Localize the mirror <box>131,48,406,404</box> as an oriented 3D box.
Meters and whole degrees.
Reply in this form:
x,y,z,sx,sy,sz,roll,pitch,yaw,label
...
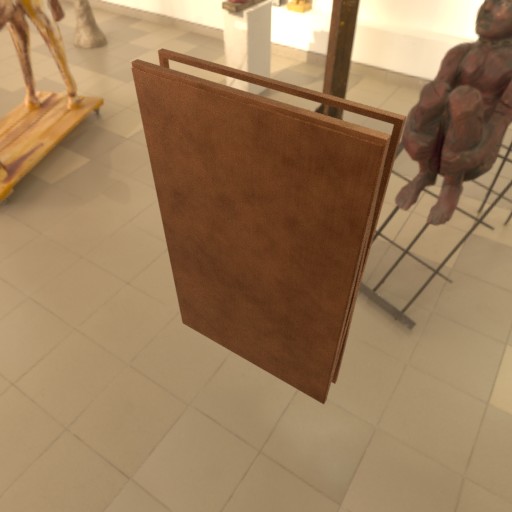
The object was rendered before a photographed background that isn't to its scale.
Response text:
x,y,z,sx,sy,sz,roll,pitch,yaw,label
0.000,0.000,0.976,0.468,0.768,0.082,25,51,22,mirror
